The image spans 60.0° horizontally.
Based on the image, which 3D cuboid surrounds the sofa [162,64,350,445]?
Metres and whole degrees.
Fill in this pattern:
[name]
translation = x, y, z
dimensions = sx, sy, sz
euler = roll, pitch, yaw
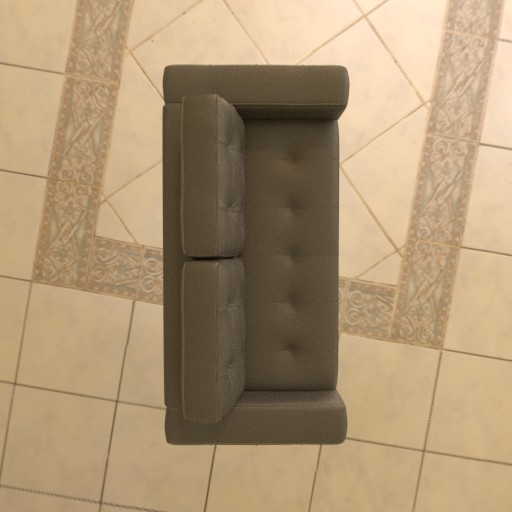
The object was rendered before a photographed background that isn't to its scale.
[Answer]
[sofa]
translation = 0.000, 0.000, 2.156
dimensions = 0.833, 0.892, 1.726
euler = 0, 92, 0
